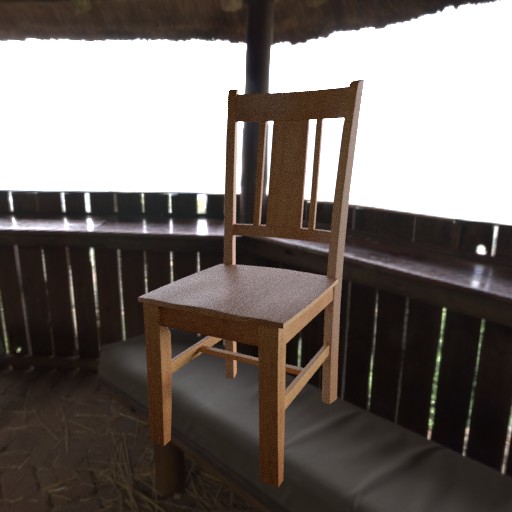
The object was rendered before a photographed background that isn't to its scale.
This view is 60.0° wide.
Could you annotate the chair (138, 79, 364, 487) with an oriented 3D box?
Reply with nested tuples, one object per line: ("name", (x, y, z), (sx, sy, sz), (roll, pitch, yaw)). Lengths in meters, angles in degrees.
("chair", (0.000, 0.000, 1.278), (0.450, 0.998, 0.556), (6, 14, 26))
